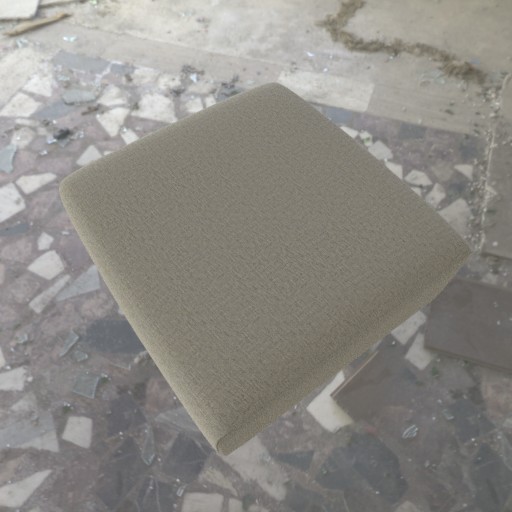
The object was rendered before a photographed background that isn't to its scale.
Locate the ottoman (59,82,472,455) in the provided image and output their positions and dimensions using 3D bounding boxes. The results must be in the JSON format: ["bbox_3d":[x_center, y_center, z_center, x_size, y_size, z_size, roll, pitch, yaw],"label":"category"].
[{"bbox_3d":[0.000,0.000,1.054,0.648,0.399,0.655,-31,63,-18],"label":"ottoman"}]
